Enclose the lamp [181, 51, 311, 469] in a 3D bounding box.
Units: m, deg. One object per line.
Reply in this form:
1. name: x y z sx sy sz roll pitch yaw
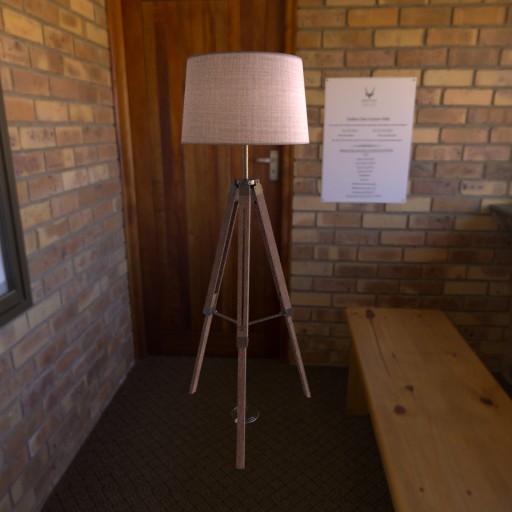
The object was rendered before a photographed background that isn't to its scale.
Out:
1. lamp: 0.000 0.000 1.864 0.587 1.510 0.604 -8 18 -27
